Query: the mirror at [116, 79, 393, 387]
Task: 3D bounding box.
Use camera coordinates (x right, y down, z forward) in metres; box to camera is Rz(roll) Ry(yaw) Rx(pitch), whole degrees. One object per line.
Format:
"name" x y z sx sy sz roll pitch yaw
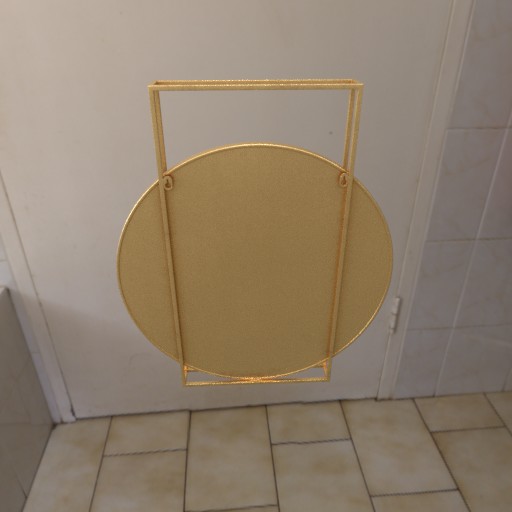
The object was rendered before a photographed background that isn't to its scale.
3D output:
"mirror" 0.000 0.000 0.817 0.508 0.603 0.051 -1 30 -2
